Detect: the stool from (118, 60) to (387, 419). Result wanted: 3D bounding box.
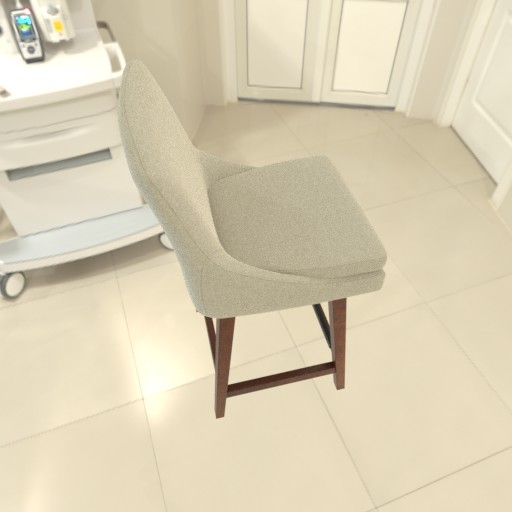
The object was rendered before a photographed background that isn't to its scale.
[{"bbox_3d":[0.000,0.000,1.264,0.559,0.991,0.469,-10,49,-9],"label":"stool"}]
